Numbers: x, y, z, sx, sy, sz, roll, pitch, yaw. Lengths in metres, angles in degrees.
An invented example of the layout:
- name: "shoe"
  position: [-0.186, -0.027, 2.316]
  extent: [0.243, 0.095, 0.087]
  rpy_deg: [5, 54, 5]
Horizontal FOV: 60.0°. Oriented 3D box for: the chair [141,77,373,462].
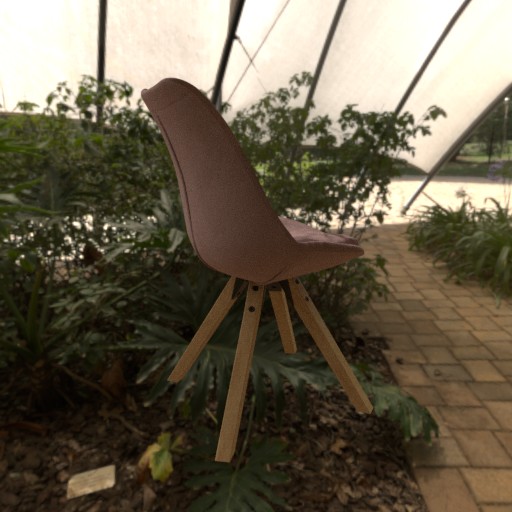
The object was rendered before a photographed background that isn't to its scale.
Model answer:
- name: "chair"
  position: [0.000, 0.000, 1.198]
  extent: [0.550, 0.850, 0.485]
  rpy_deg: [-7, 16, -26]
